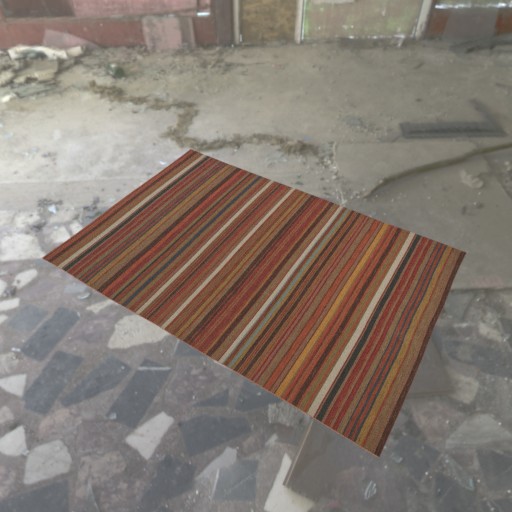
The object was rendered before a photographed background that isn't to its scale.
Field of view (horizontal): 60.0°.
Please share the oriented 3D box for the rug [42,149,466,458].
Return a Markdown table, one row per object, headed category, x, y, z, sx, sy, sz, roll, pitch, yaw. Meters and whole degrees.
| category | x | y | z | sx | sy | sz | roll | pitch | yaw |
| --- | --- | --- | --- | --- | --- | --- | --- | --- | --- |
| rug | 0.000 | 0.000 | 2.281 | 1.828 | 0.007 | 1.217 | 25 | 51 | 22 |
